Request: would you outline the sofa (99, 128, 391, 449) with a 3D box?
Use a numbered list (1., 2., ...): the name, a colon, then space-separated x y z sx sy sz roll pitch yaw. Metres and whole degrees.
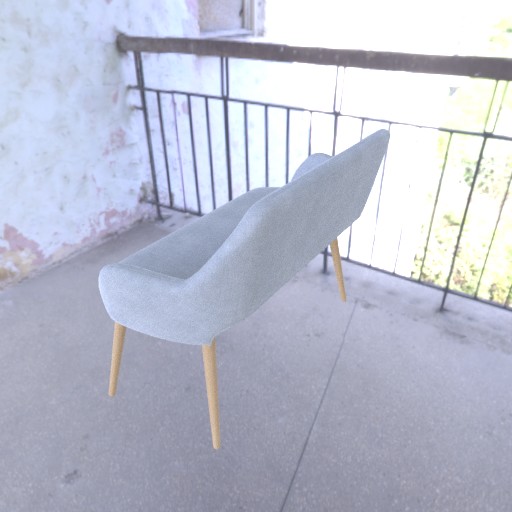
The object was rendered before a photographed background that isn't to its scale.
1. sofa: 0.000 0.000 1.596 0.610 0.840 1.150 19 36 29
